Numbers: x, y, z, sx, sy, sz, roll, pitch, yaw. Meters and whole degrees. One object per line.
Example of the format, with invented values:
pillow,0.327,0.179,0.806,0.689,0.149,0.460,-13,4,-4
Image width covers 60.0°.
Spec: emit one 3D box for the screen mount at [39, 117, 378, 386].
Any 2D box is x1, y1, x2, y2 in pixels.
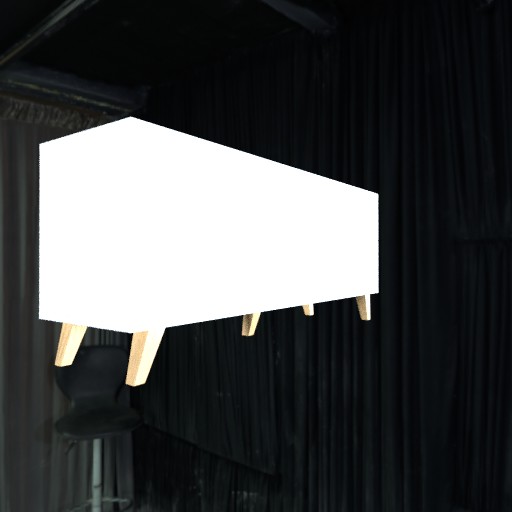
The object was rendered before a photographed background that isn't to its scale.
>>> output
screen mount,0.000,0.000,1.715,0.400,0.619,1.490,0,0,37
